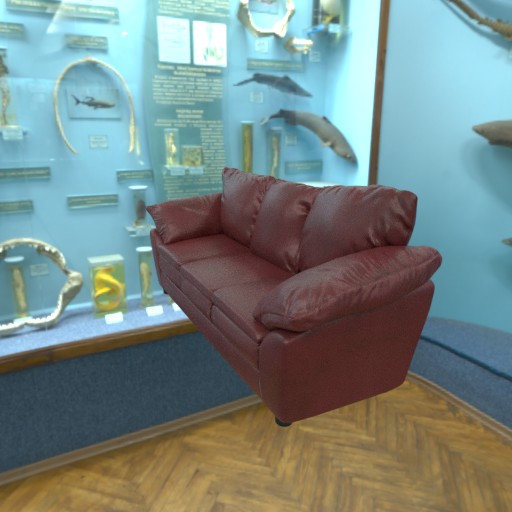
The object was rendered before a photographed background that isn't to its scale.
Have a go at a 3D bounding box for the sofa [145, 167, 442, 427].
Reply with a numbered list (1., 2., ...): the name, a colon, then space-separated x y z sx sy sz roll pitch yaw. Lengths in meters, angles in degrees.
1. sofa: 0.000 0.000 2.922 0.907 1.091 2.390 -8 18 -26
